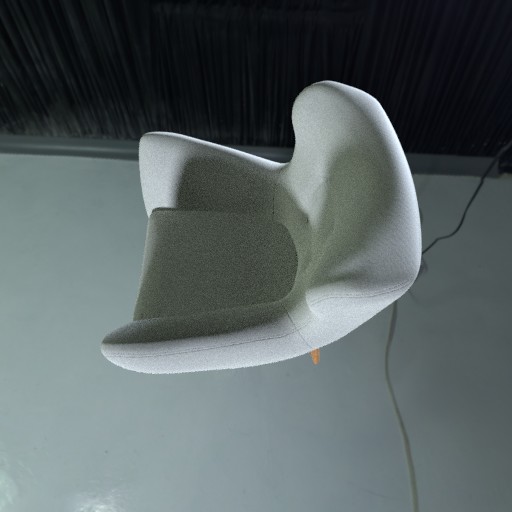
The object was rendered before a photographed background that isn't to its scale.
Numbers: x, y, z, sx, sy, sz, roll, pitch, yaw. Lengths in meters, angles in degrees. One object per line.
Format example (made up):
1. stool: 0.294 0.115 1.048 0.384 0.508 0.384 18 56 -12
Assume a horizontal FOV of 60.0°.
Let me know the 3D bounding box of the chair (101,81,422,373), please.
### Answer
1. chair: 0.000 0.000 1.572 0.889 0.889 0.890 0 57 0
